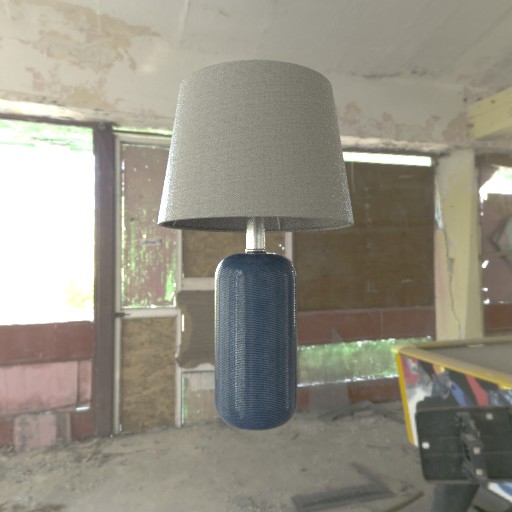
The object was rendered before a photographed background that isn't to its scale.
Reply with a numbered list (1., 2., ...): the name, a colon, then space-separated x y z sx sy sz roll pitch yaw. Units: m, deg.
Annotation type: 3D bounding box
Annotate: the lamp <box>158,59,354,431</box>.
1. lamp: 0.000 0.000 0.583 0.253 0.428 0.253 0 -1 0
